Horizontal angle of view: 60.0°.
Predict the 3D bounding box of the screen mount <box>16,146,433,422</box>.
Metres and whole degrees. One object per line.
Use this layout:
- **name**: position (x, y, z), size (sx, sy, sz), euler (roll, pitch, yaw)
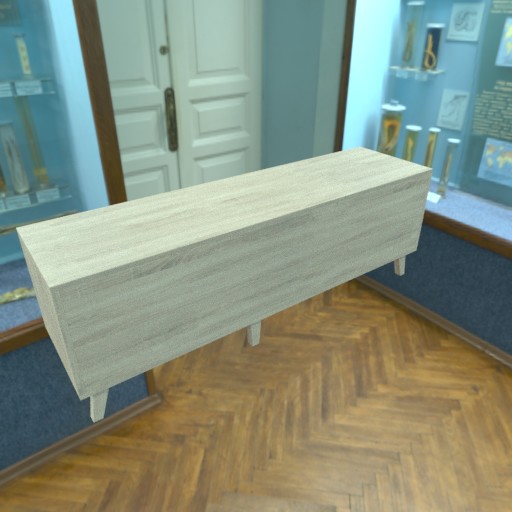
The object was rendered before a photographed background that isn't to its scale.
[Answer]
- **screen mount**: position (0.000, 0.000, 1.705), size (1.500, 0.510, 0.400), euler (-20, 35, -30)
